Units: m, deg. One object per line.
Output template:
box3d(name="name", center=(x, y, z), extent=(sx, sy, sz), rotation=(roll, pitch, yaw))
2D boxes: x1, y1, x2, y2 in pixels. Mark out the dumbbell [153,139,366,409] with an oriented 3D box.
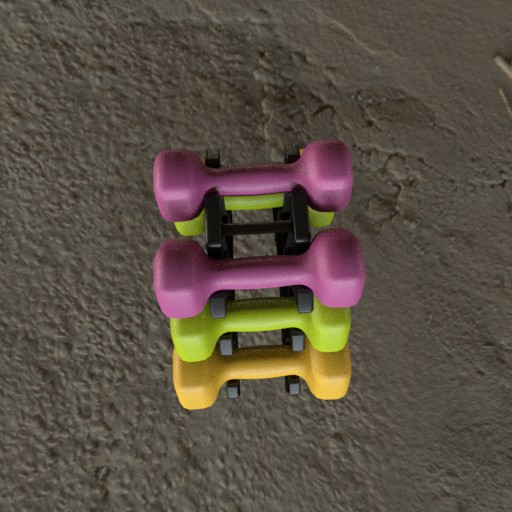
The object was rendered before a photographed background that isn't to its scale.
box3d(name="dumbbell", center=(0.000, 0.000, 0.457), extent=(0.190, 0.271, 0.300), rotation=(-3, 75, -1))
